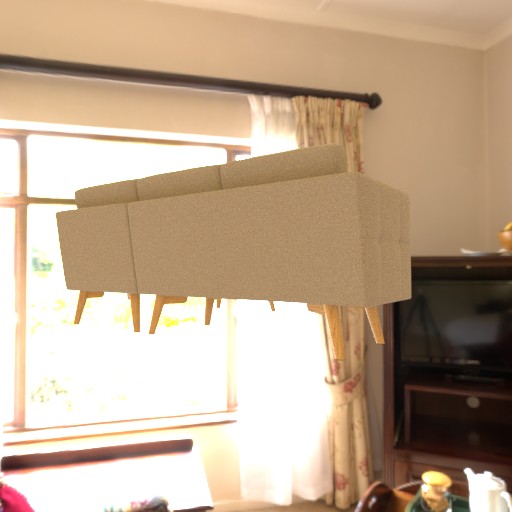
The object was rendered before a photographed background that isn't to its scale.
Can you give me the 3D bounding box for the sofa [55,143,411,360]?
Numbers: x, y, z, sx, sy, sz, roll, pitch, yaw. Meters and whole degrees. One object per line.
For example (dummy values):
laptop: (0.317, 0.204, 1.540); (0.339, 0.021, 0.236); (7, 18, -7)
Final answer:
sofa: (0.000, 0.000, 2.787); (2.040, 0.860, 1.530); (-1, -2, 36)
